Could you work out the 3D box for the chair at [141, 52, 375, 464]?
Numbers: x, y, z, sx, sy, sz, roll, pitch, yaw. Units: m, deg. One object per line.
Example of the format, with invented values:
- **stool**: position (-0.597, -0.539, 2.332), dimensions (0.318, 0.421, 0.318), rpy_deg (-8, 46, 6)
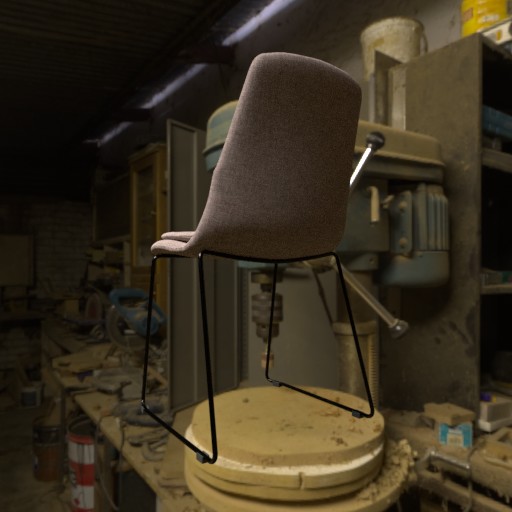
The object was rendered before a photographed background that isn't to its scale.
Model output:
- **chair**: position (0.000, 0.000, 1.177), dimensions (0.479, 0.858, 0.518), rpy_deg (0, -1, -34)
